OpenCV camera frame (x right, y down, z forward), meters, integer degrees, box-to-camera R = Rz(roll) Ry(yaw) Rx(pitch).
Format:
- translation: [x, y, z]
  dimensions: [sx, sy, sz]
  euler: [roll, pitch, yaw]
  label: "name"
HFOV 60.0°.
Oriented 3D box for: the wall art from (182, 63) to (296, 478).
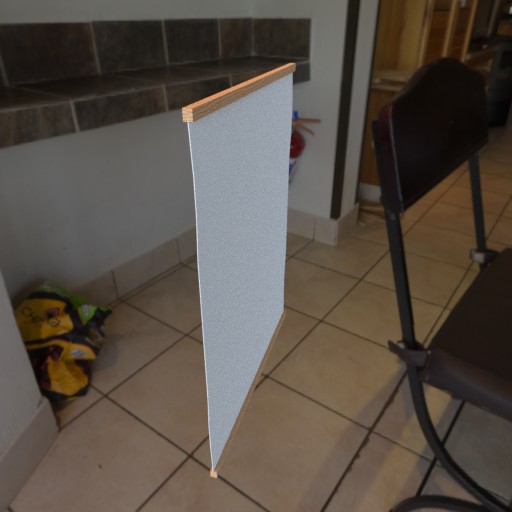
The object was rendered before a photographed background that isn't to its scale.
- translation: [0.000, 0.000, 0.678]
  dimensions: [0.010, 0.507, 0.404]
  euler: [9, 30, 15]
  label: "wall art"
